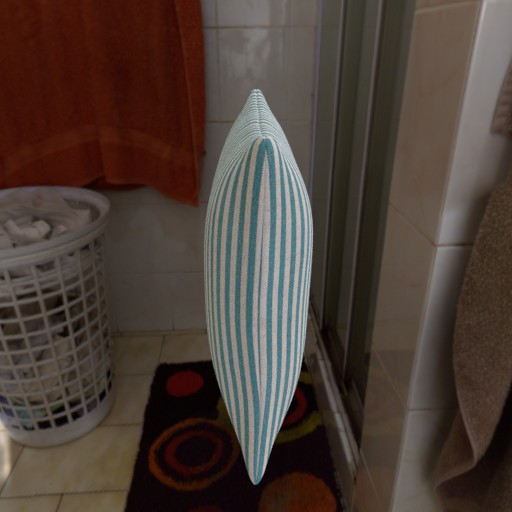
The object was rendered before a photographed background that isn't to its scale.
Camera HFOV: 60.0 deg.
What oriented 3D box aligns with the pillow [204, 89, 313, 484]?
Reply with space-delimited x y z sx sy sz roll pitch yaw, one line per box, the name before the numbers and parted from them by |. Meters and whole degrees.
pillow | 0.000 0.000 0.781 0.166 0.510 0.523 0 26 -1
